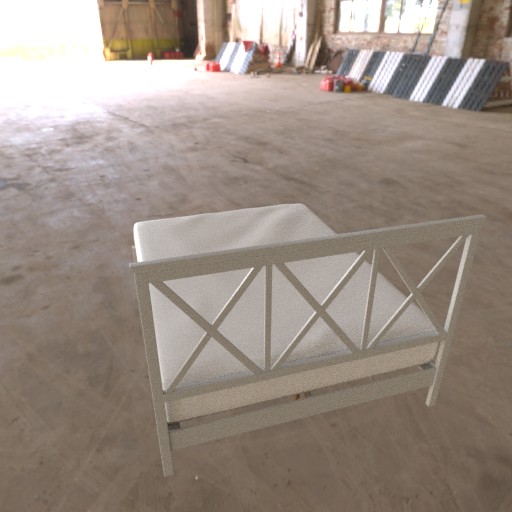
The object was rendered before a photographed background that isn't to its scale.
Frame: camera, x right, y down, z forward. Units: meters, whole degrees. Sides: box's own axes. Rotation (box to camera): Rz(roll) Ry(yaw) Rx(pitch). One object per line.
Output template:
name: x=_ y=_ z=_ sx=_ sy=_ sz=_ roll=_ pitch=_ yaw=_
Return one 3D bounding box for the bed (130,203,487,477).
bed: x=0.000 y=0.000 z=3.114 sx=1.673 sy=1.253 sz=2.135 roll=-8 pitch=29 yaw=-15
